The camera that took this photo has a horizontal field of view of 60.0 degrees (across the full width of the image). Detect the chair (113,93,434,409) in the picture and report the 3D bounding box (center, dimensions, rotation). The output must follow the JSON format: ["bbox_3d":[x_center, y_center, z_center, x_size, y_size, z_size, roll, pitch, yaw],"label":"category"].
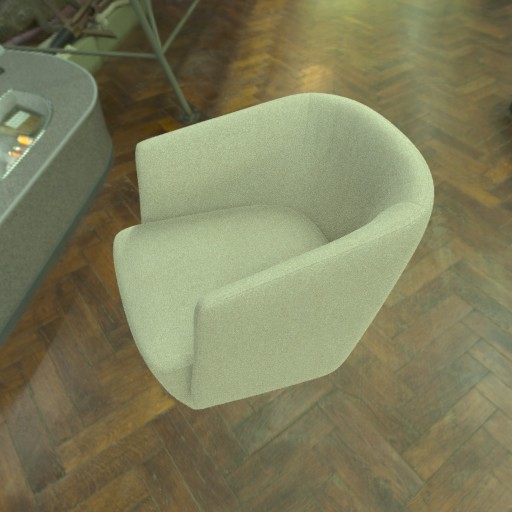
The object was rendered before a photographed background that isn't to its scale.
[{"bbox_3d":[0.000,0.000,1.625,0.986,0.861,0.822,-16,49,-15],"label":"chair"}]
